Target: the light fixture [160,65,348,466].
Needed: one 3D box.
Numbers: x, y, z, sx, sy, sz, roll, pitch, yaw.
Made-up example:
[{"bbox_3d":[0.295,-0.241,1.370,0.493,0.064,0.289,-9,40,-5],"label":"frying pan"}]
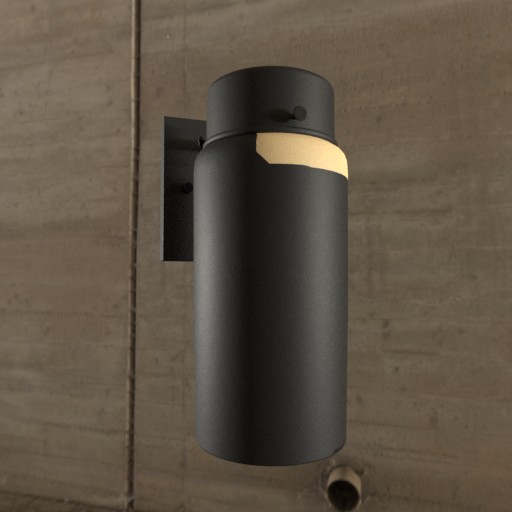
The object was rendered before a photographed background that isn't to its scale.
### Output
[{"bbox_3d":[0.000,0.000,0.351,0.130,0.257,0.176,1,-3,-19],"label":"light fixture"}]
